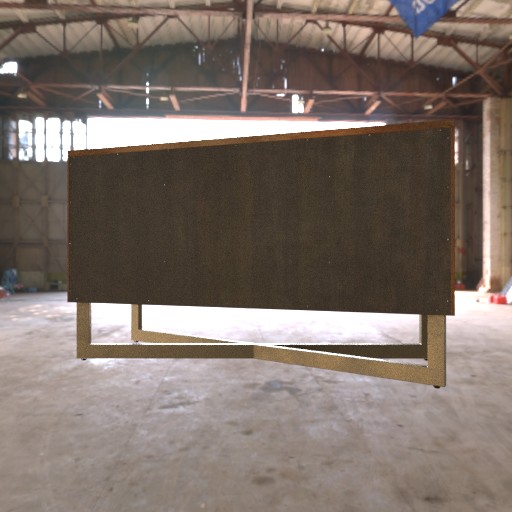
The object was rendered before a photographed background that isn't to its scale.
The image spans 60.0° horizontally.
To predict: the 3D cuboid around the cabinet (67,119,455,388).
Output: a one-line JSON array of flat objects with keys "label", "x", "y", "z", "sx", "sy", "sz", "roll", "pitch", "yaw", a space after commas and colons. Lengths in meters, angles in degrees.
[{"label": "cabinet", "x": 0.000, "y": 0.000, "z": 1.739, "sx": 1.373, "sy": 0.812, "sz": 0.480, "roll": 0, "pitch": 0, "yaw": 17}]
